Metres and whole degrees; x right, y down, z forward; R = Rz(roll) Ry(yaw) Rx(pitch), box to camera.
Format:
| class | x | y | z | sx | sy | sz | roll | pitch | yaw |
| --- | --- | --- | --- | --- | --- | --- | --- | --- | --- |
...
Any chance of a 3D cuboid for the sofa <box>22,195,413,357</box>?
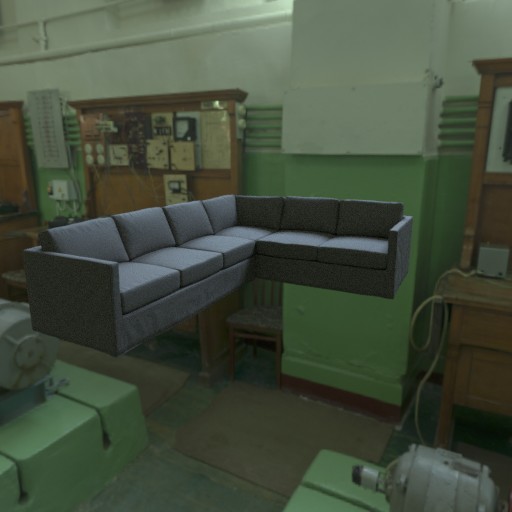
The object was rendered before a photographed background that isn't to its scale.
| class | x | y | z | sx | sy | sz | roll | pitch | yaw |
| --- | --- | --- | --- | --- | --- | --- | --- | --- | --- |
| sofa | 0.000 | 0.000 | 4.280 | 2.432 | 0.871 | 3.182 | 7 | 15 | 26 |
